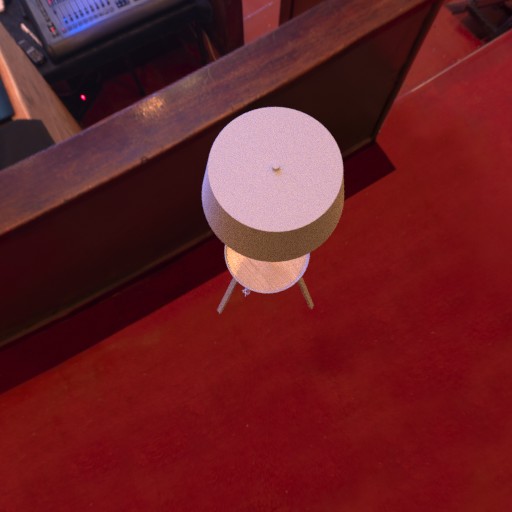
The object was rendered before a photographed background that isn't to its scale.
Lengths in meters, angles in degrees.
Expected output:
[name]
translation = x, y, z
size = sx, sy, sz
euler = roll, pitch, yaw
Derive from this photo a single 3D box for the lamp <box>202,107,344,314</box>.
[lamp]
translation = 0.000, 0.000, 1.663
size = 0.468, 1.429, 0.508
euler = -33, 78, -8
